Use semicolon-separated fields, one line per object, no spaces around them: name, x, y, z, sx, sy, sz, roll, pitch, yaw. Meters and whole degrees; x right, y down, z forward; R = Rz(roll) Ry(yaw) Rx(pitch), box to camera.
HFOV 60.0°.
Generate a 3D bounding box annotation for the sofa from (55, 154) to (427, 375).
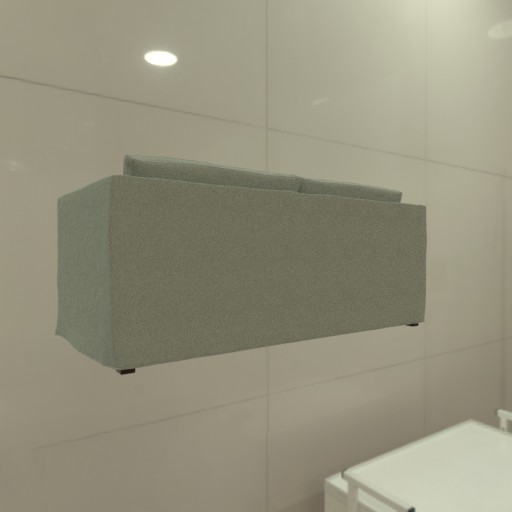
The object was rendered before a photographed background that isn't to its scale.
sofa;0.000;0.000;2.545;1.987;0.870;0.940;-1;1;-36
